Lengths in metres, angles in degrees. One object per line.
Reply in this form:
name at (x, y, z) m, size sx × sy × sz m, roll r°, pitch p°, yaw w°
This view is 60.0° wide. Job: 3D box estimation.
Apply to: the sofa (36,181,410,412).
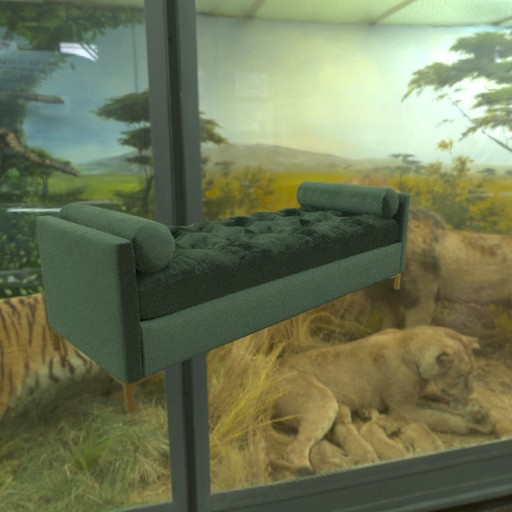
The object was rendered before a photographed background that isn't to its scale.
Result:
sofa at (0.000, 0.000, 2.526) m, size 2.102 × 0.705 × 0.796 m, roll -14°, pitch 20°, yaw -43°
